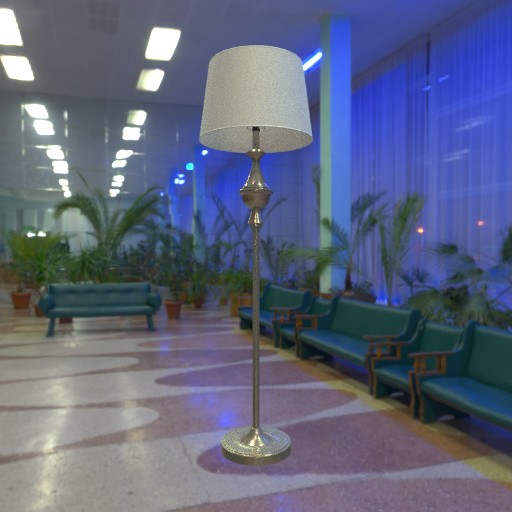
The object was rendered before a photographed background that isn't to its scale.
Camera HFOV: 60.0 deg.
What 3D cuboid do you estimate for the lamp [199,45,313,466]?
[{"bbox_3d":[0.000,0.000,1.694,0.431,1.488,0.431,0,1,0],"label":"lamp"}]
